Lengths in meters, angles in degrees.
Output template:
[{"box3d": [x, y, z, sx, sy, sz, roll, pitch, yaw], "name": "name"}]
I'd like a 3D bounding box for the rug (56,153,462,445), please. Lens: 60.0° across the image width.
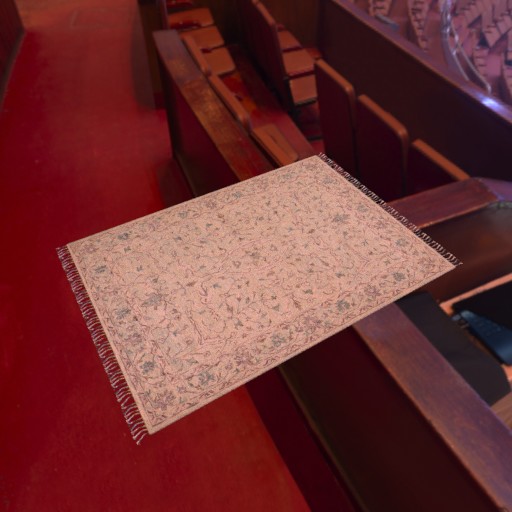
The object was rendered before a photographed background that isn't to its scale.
[{"box3d": [0.000, 0.000, 2.361, 1.802, 0.008, 1.247, -23, 50, -21], "name": "rug"}]
